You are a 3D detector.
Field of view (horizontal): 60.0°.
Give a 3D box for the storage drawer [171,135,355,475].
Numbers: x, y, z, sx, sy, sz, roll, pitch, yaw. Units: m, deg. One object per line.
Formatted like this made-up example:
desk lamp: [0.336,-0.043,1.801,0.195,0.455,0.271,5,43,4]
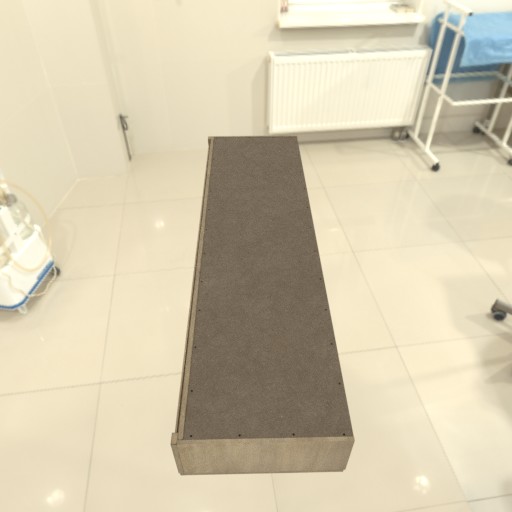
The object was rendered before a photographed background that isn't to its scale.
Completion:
storage drawer: [0.000,0.000,2.275,0.591,0.274,2.072,-1,42,-1]
